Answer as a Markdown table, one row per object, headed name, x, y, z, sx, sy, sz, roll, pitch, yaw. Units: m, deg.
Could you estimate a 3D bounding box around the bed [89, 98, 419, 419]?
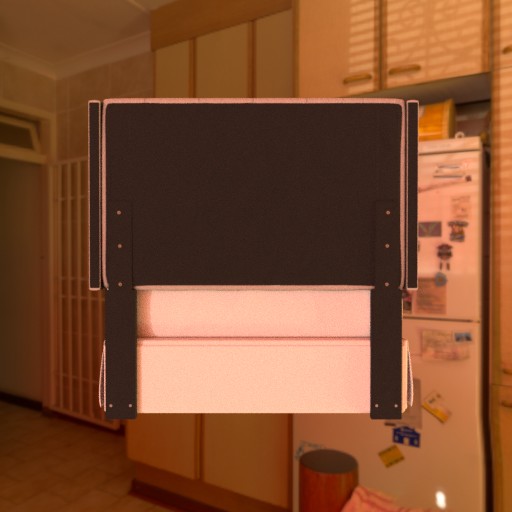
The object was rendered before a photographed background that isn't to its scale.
| name | x | y | z | sx | sy | sz | roll | pitch | yaw |
| --- | --- | --- | --- | --- | --- | --- | --- | --- | --- |
| bed | 0.000 | 0.000 | 3.308 | 1.719 | 1.665 | 2.066 | 0 | 1 | 0 |
